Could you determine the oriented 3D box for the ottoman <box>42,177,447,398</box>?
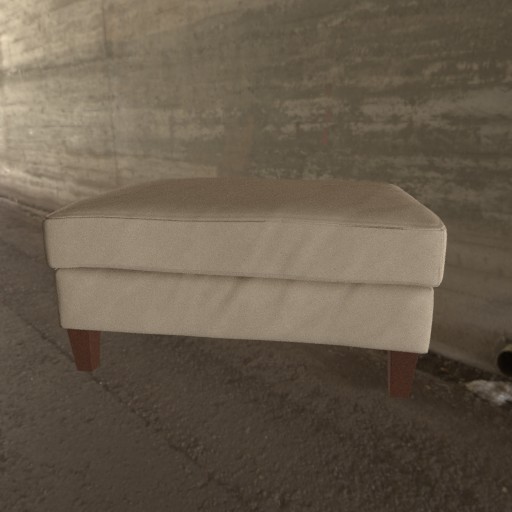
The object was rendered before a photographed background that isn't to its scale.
[{"bbox_3d":[0.000,0.000,1.475,1.002,0.492,0.836,2,16,8],"label":"ottoman"}]
